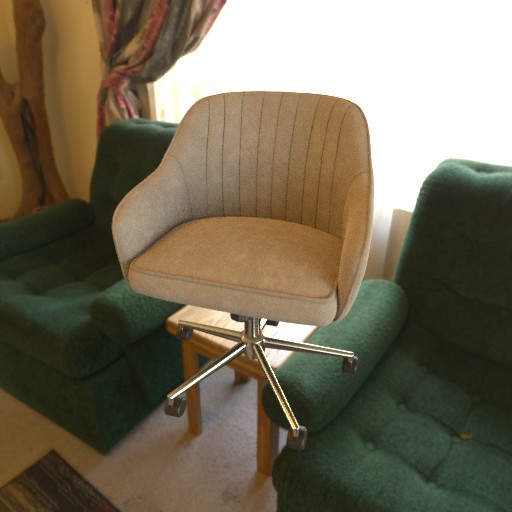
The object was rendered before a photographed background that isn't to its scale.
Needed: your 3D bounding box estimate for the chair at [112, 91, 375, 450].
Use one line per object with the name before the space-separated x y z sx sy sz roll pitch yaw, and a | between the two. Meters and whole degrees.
chair | 0.000 0.000 1.270 0.635 0.831 0.573 8 28 16
